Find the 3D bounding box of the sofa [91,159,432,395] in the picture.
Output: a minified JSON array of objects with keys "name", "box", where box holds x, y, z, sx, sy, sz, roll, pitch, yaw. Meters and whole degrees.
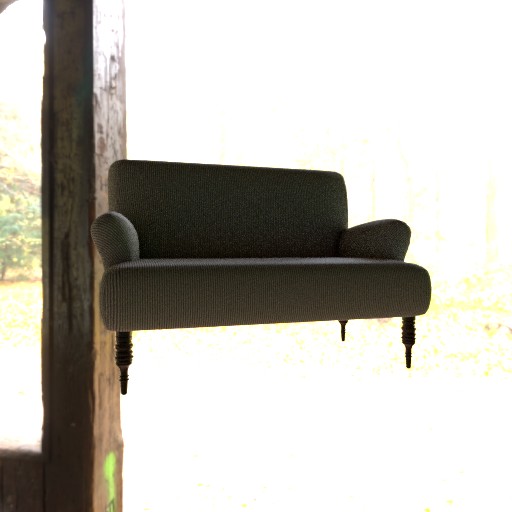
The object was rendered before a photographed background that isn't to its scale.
[{"name":"sofa","box":[0.000,0.000,1.880,1.297,0.889,0.779,0,1,-17]}]
